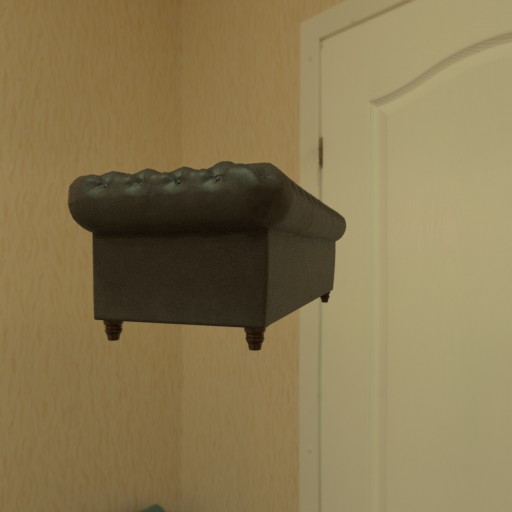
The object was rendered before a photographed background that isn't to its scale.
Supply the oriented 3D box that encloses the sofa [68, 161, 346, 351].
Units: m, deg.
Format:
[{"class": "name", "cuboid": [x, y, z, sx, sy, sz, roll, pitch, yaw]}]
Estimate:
[{"class": "sofa", "cuboid": [0.000, 0.000, 2.854, 0.944, 0.783, 2.385, 0, 0, 18]}]
